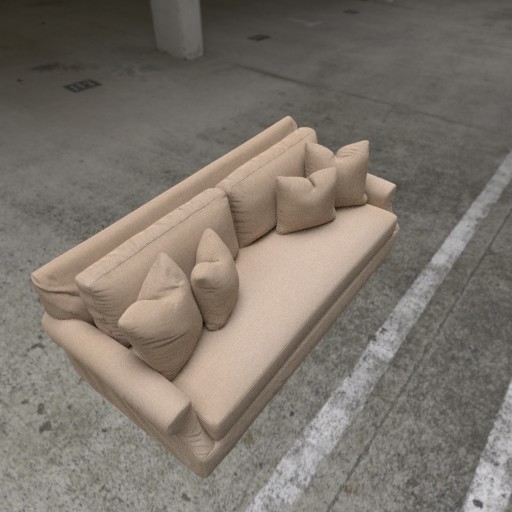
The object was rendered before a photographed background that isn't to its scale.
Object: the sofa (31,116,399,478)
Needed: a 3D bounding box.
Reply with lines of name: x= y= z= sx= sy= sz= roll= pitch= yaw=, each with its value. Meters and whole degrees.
sofa: x=0.000 y=0.000 z=2.721 sx=1.067 sy=0.904 sz=2.285 roll=27 pitch=48 yaw=27
